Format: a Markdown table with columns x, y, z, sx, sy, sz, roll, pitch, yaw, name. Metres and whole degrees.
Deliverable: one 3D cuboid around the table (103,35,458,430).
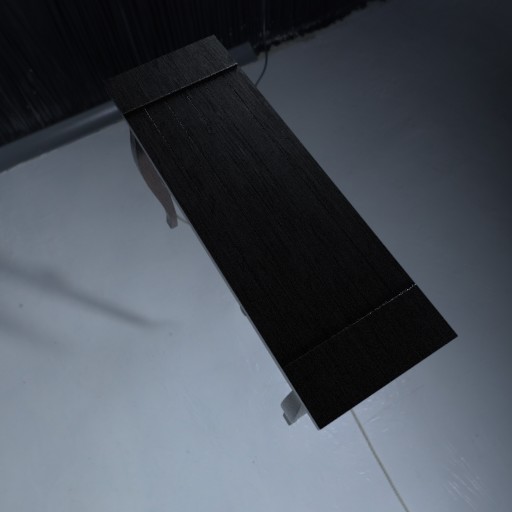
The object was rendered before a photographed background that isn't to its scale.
| x | y | z | sx | sy | sz | roll | pitch | yaw | name |
| --- | --- | --- | --- | --- | --- | --- | --- | --- | --- |
| 0.000 | 0.000 | 1.437 | 0.373 | 0.768 | 1.062 | -29 | 69 | -12 | table |
